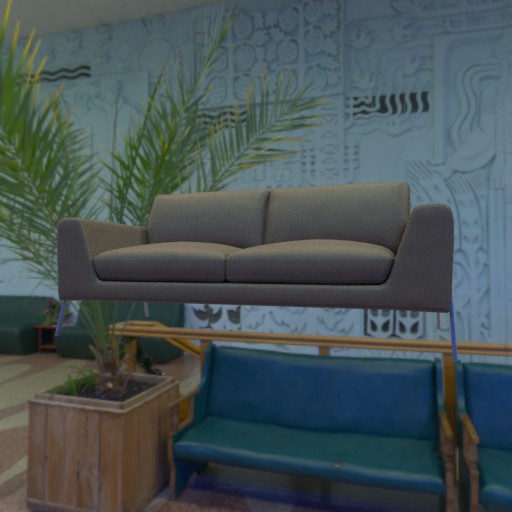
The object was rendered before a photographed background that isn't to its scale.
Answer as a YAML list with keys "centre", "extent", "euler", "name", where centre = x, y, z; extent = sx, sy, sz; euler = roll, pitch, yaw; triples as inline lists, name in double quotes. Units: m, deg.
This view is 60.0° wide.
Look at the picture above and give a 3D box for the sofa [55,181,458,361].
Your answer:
- centre: [0.000, 0.000, 2.545]
  extent: [2.017, 0.875, 0.953]
  euler: [0, -1, 18]
  name: "sofa"
